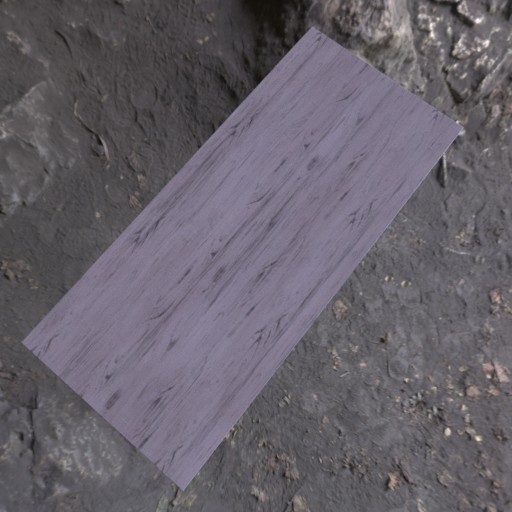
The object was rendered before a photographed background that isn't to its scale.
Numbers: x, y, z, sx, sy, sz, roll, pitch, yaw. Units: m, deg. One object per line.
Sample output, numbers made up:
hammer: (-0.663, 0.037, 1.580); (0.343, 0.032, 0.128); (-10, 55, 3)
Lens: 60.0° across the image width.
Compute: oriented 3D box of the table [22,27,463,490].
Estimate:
table: (0.000, 0.000, 2.181); (0.795, 0.899, 1.778); (38, 79, 9)
